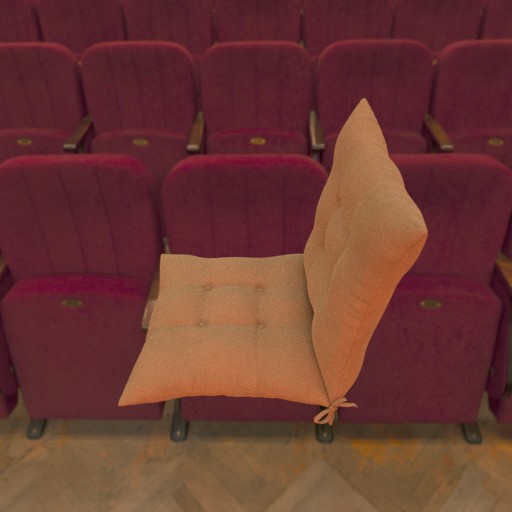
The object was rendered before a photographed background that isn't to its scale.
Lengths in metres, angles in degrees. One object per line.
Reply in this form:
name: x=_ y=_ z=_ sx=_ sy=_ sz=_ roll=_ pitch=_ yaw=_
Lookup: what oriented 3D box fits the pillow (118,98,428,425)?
pillow: x=0.000 y=0.000 z=0.998 sx=0.585 sy=0.536 sz=0.541 roll=1 pitch=41 yaw=1
